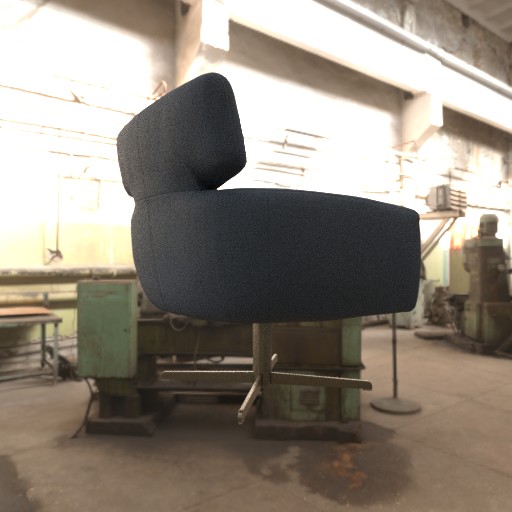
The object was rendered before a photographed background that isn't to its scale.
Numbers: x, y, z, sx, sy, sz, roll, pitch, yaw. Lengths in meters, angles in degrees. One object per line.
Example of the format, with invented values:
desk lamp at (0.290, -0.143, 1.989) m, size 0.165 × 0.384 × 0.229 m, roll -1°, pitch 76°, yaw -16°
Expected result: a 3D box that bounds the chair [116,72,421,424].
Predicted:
chair at (0.000, 0.000, 1.384) m, size 0.761 × 0.813 × 0.738 m, roll 0°, pitch 0°, yaw -35°
